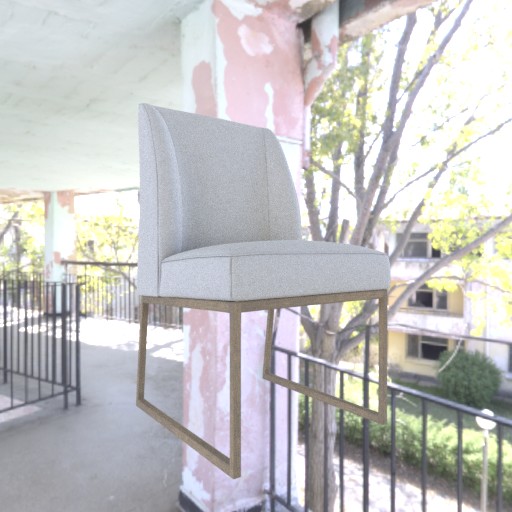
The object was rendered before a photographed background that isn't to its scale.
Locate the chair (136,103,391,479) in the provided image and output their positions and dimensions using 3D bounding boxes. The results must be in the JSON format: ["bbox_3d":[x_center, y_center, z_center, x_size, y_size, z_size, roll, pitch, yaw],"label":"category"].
[{"bbox_3d":[0.000,0.000,1.198,0.508,0.863,0.522,-1,1,-36],"label":"chair"}]
